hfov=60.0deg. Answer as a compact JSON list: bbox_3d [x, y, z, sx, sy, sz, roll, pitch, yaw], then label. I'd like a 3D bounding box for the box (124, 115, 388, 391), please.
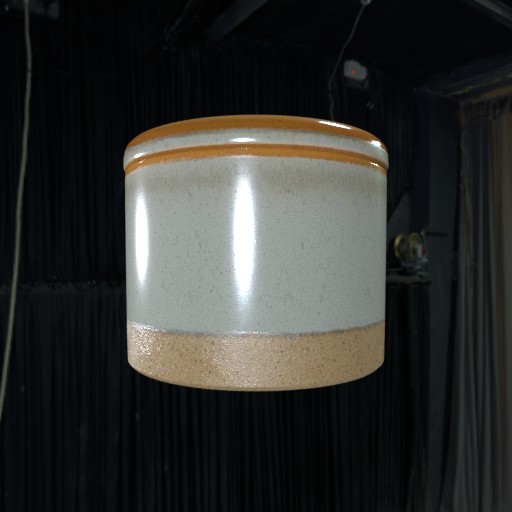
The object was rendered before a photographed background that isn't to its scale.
[{"bbox_3d":[0.000,0.000,0.215,0.123,0.100,0.123,0,0,0],"label":"box"}]
